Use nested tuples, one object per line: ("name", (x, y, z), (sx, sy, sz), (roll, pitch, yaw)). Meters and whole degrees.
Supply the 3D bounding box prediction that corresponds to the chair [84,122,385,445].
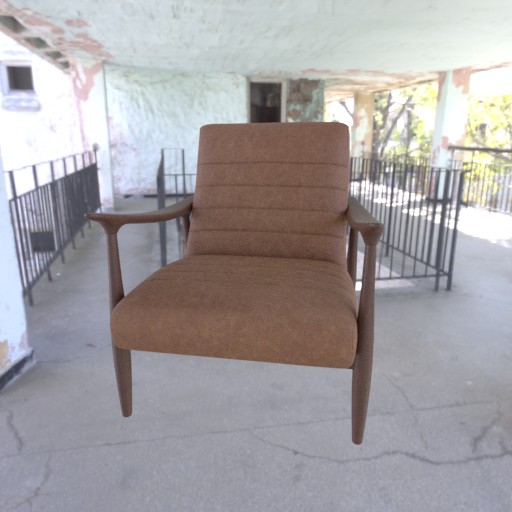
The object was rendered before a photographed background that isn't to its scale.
("chair", (0.000, 0.000, 1.407), (0.741, 0.832, 0.798), (3, 16, 10))
